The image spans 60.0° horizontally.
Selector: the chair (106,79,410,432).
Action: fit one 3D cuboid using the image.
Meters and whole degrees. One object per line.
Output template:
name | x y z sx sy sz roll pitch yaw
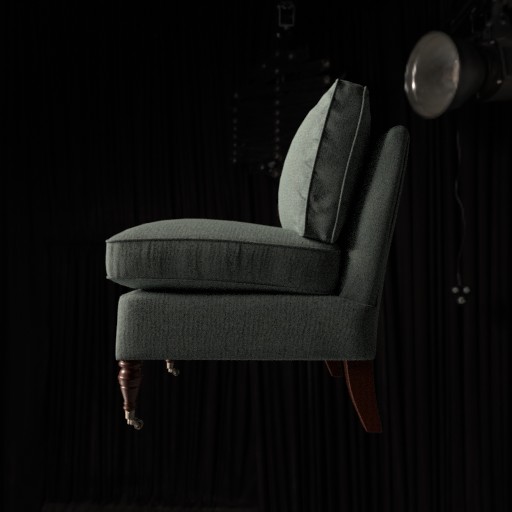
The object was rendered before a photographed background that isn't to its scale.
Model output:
chair | 0.000 0.000 1.417 0.796 0.901 0.624 0 0 0
